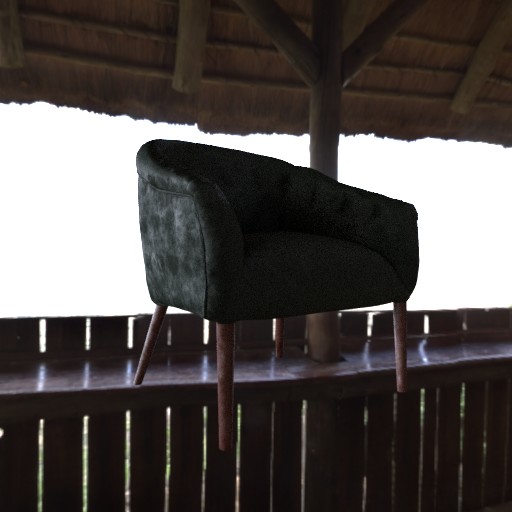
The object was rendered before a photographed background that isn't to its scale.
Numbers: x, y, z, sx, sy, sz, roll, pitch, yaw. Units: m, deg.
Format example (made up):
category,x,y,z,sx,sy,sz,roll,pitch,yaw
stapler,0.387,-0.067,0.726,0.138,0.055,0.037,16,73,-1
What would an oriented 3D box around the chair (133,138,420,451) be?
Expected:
category,x,y,z,sx,sy,sz,roll,pitch,yaw
chair,0.000,0.000,1.511,0.851,0.885,0.776,-1,1,-37
